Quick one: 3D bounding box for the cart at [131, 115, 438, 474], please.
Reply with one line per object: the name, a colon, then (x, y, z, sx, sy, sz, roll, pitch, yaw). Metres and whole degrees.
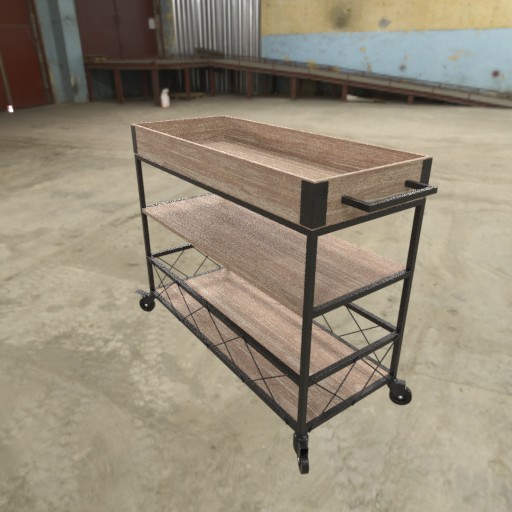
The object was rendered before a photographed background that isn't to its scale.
cart: (0.000, 0.000, 1.503, 0.500, 0.787, 1.101, -17, 30, -32)
